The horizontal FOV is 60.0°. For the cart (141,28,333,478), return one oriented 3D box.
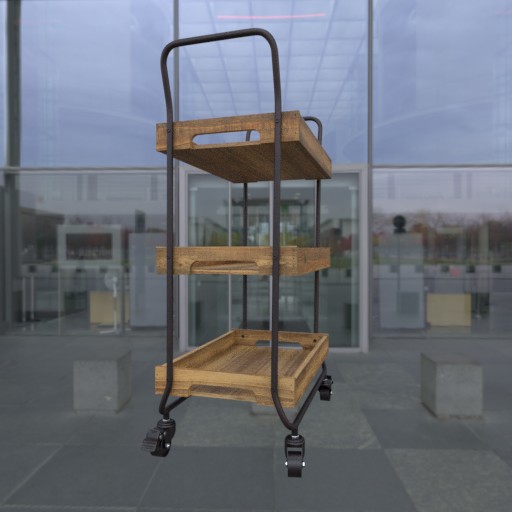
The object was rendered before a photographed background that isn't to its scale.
[{"bbox_3d":[0.000,0.000,1.128,0.339,0.857,0.583,0,1,17],"label":"cart"}]
